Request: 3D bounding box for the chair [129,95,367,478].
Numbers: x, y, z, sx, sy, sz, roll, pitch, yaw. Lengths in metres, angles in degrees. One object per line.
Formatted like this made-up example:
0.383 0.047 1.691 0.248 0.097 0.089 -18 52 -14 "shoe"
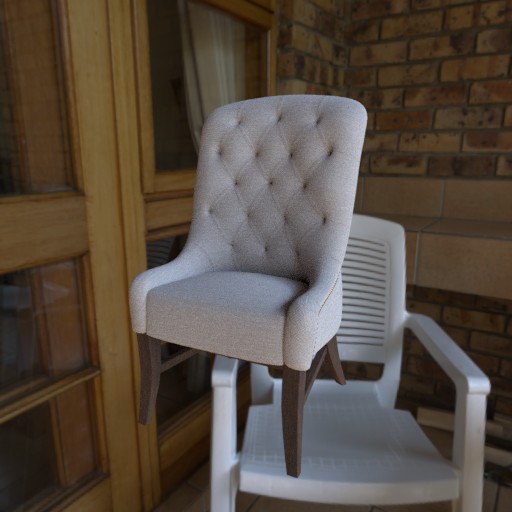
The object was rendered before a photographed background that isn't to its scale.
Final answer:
0.000 0.000 1.512 0.634 1.091 0.629 7 15 26 "chair"
